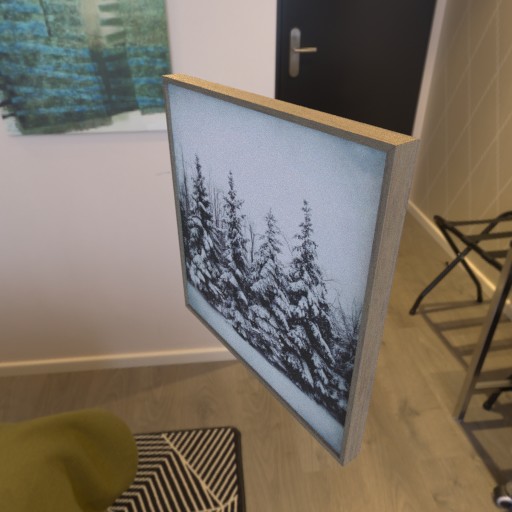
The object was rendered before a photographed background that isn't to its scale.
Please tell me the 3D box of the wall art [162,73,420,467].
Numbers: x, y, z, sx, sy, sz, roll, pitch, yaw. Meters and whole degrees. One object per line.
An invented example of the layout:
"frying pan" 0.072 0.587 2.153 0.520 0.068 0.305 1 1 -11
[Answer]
"wall art" 0.000 0.000 0.743 0.037 0.507 0.507 -21 37 -31
